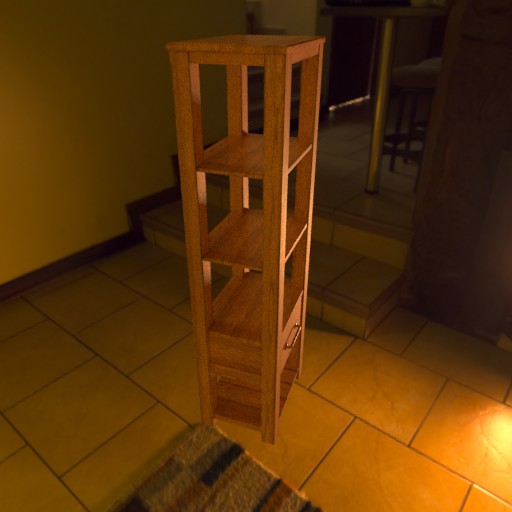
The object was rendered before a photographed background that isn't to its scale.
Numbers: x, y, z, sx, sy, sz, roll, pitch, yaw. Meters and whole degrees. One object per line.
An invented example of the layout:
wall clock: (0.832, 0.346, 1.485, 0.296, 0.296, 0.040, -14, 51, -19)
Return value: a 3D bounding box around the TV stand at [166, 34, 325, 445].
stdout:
TV stand: (0.000, 0.000, 2.077, 0.435, 1.828, 0.565, 10, 31, 17)
